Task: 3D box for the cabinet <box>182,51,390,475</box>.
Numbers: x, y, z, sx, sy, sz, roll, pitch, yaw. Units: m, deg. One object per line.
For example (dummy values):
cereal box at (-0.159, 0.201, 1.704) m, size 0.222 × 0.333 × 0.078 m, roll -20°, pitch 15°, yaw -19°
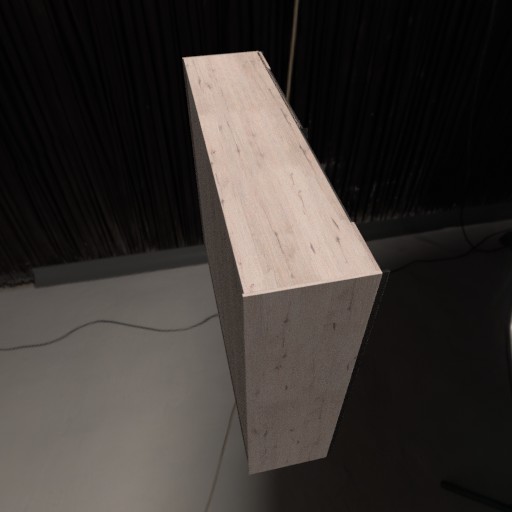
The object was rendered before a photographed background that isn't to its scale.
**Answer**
cabinet at (0.000, 0.000, 3.527) m, size 0.660 × 2.180 × 2.500 m, roll -9°, pitch 47°, yaw -9°
